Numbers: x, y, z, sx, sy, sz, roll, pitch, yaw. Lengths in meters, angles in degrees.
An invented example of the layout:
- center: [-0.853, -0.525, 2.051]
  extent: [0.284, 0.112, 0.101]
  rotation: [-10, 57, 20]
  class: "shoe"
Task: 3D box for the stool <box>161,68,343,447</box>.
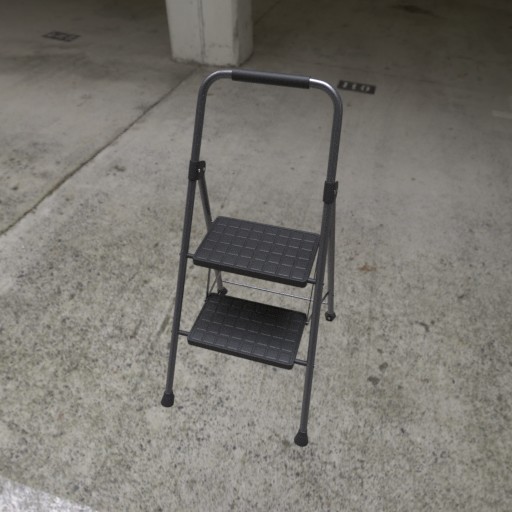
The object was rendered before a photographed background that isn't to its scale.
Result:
- center: [0.000, 0.000, 1.168]
  extent: [0.450, 0.872, 0.514]
  rotation: [11, 43, 13]
  class: "stool"
